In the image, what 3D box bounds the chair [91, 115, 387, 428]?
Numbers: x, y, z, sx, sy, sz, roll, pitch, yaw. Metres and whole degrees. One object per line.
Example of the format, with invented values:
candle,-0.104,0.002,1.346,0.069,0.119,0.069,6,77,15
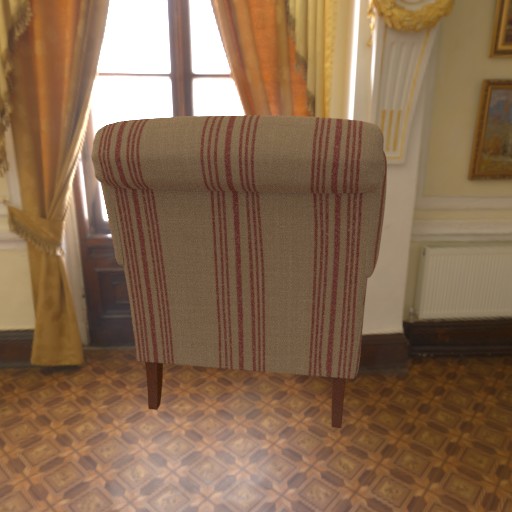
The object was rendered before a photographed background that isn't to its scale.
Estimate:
chair,0.000,0.000,1.876,0.933,1.123,1.058,3,17,8
